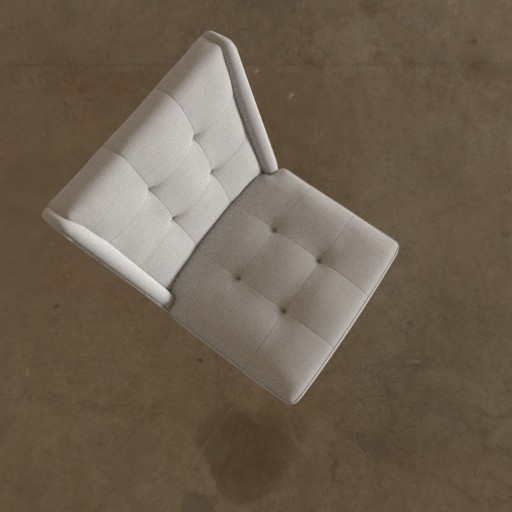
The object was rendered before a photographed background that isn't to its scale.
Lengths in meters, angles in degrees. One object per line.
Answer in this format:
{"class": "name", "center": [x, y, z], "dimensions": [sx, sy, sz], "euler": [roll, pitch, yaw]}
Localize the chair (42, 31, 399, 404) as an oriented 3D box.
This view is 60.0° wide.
{"class": "chair", "center": [0.000, 0.000, 1.280], "dimensions": [0.676, 0.853, 0.569], "euler": [35, 78, 9]}
